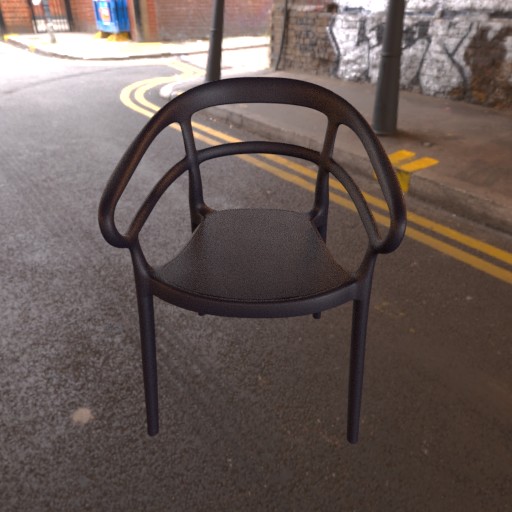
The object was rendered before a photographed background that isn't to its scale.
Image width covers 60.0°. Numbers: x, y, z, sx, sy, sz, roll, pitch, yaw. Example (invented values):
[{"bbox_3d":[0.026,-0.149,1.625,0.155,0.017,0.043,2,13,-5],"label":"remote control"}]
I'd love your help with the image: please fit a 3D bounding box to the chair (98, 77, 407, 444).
[{"bbox_3d":[0.000,0.000,1.108,0.559,0.761,0.527,1,31,2],"label":"chair"}]
